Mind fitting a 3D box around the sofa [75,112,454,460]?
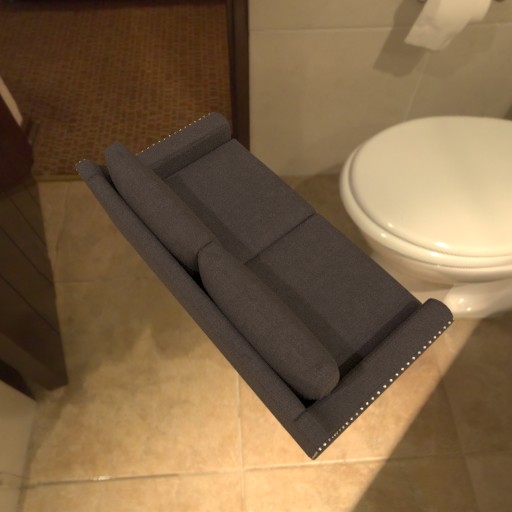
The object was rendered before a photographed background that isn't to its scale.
[{"bbox_3d":[0.000,0.000,3.293,1.336,1.196,2.550,-36,65,-20],"label":"sofa"}]
